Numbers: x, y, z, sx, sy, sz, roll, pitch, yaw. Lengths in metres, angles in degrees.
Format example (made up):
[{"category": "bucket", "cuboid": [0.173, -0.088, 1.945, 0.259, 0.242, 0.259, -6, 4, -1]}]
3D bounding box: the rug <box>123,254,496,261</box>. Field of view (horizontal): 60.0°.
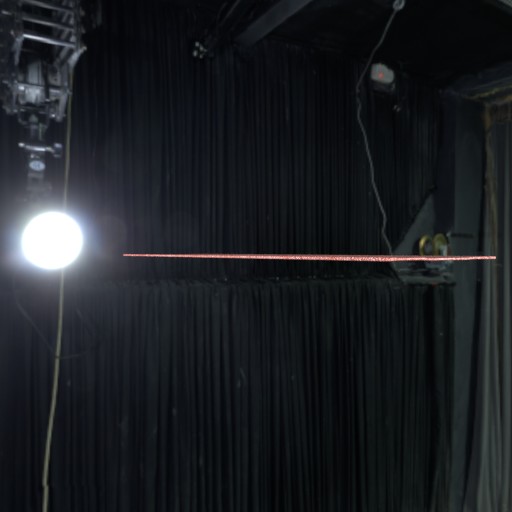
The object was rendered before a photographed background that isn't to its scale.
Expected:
[{"category": "rug", "cuboid": [0.000, 0.000, 2.490, 0.687, 0.012, 2.307, 0, 1, -37]}]
